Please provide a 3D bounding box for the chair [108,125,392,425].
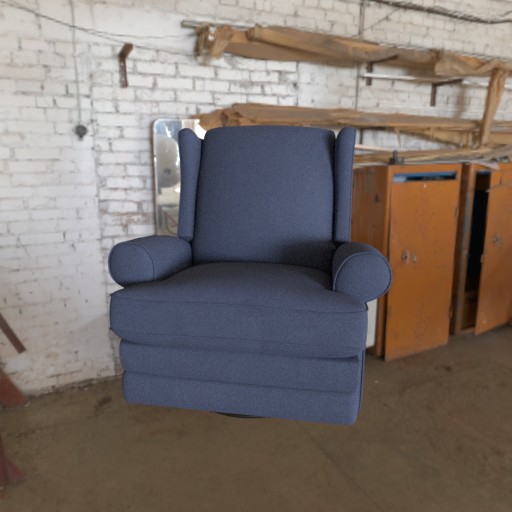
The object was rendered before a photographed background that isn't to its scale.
[{"bbox_3d":[0.000,0.000,1.743,0.971,1.020,0.877,2,14,10],"label":"chair"}]
